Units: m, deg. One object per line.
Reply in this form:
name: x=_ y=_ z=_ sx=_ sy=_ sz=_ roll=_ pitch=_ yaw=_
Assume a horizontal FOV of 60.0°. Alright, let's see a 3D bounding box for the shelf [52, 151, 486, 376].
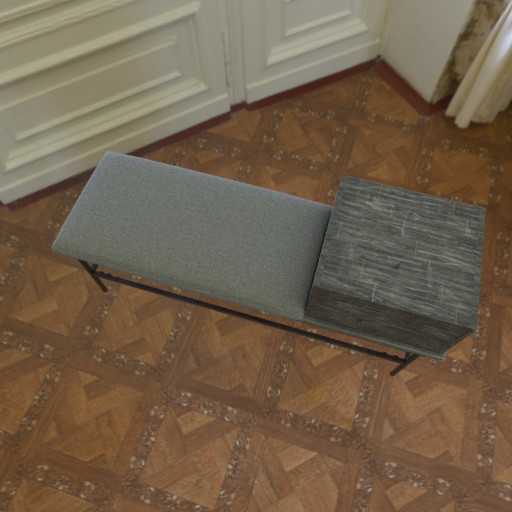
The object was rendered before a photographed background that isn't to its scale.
shelf: x=0.000 y=0.000 z=1.611 sx=1.342 sy=0.633 sz=0.457 roll=15 pitch=64 yaw=7
